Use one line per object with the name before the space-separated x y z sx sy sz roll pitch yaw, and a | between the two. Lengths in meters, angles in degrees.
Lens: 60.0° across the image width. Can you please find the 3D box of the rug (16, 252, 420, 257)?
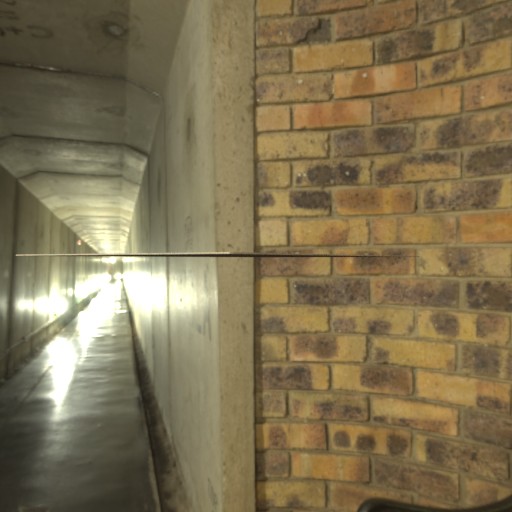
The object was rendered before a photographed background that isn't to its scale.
rug | 0.000 0.000 2.982 1.507 0.007 2.433 0 -1 35
